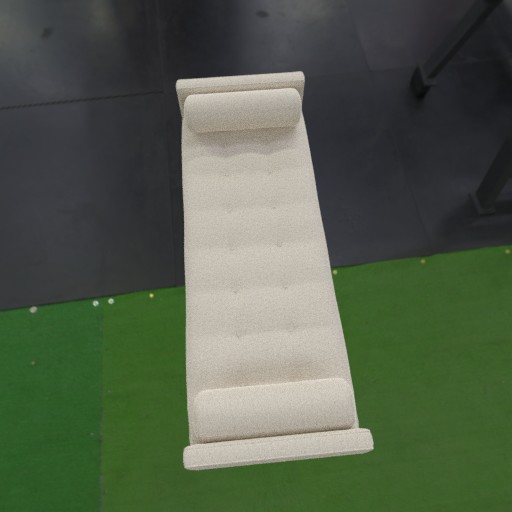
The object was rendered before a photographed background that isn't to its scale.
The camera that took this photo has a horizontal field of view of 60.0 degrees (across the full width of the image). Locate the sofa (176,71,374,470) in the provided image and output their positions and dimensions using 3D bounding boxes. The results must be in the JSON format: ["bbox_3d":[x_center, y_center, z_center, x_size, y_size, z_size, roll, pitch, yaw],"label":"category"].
[{"bbox_3d":[0.000,0.000,2.342,0.746,0.641,1.985,-5,65,-2],"label":"sofa"}]
